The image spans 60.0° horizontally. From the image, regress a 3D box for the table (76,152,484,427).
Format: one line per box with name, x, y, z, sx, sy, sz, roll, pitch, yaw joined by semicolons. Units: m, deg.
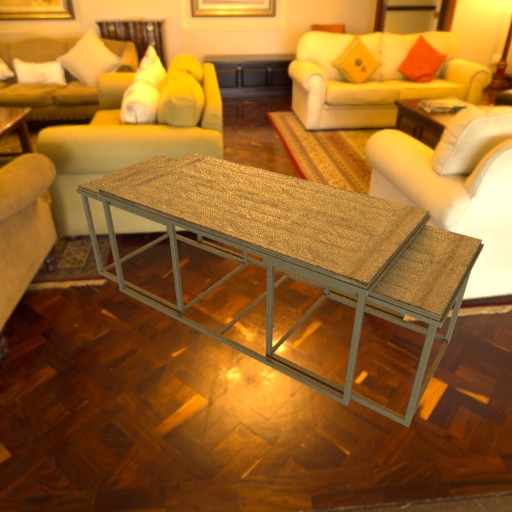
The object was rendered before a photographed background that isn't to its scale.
table;0.000;0.000;1.539;1.312;0.427;0.489;20;37;29
